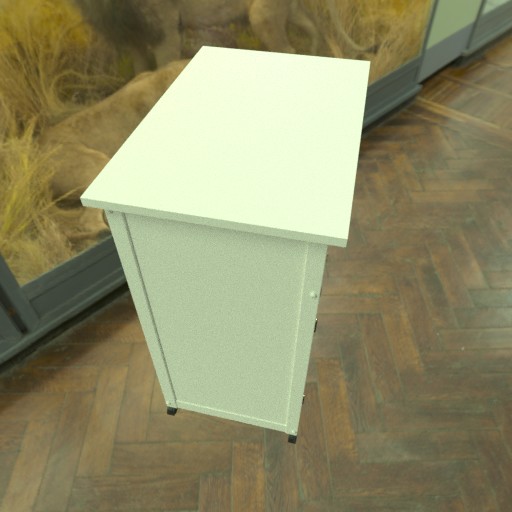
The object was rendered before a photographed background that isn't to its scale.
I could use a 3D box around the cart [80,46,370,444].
[{"bbox_3d":[0.000,0.000,1.243,0.442,0.864,0.683,9,47,9],"label":"cart"}]
